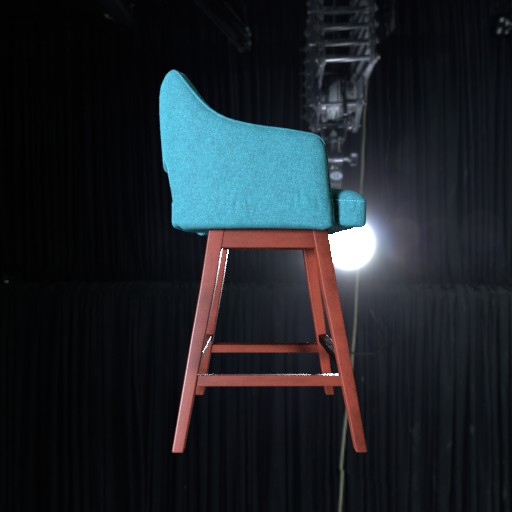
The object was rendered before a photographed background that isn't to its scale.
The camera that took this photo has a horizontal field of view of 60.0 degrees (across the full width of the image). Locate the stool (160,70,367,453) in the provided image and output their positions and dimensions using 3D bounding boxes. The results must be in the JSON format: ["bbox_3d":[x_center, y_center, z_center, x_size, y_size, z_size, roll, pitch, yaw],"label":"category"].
[{"bbox_3d":[0.000,0.000,1.318,0.556,0.961,0.548,0,0,0],"label":"stool"}]
